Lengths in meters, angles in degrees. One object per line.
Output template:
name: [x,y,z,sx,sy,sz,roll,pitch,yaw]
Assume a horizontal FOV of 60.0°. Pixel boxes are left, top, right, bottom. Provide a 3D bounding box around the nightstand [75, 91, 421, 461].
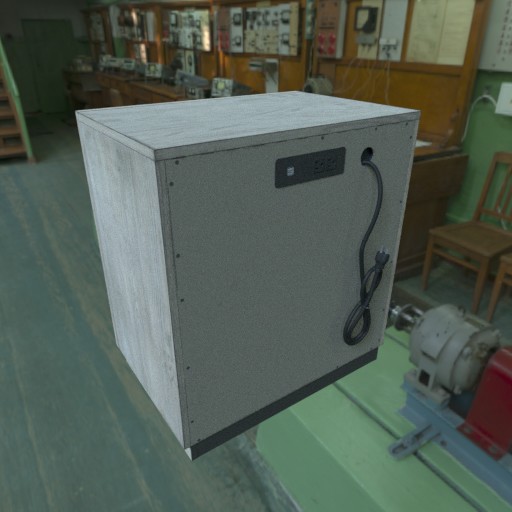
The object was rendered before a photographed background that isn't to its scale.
nightstand: [0.000,0.000,1.079,0.612,0.673,0.483,-17,32,-31]
